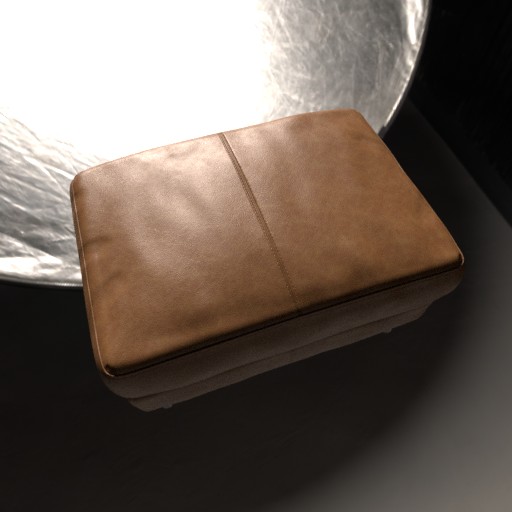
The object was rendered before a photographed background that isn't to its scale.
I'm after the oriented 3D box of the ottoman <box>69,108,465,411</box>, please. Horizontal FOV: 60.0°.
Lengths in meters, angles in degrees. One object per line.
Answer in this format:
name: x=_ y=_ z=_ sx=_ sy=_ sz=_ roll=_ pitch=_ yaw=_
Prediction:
ottoman: x=0.000 y=0.000 z=1.224 sx=0.869 sy=0.461 sz=0.630 roll=-16 pitch=58 yaw=-10
